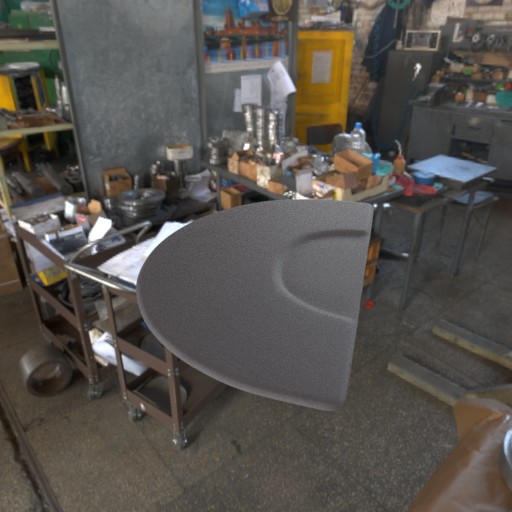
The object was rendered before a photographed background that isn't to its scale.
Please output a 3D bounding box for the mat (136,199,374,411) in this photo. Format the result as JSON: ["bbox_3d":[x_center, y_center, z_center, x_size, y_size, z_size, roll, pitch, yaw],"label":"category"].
[{"bbox_3d":[0.000,0.000,1.899,0.917,0.022,1.525,8,29,14],"label":"mat"}]
